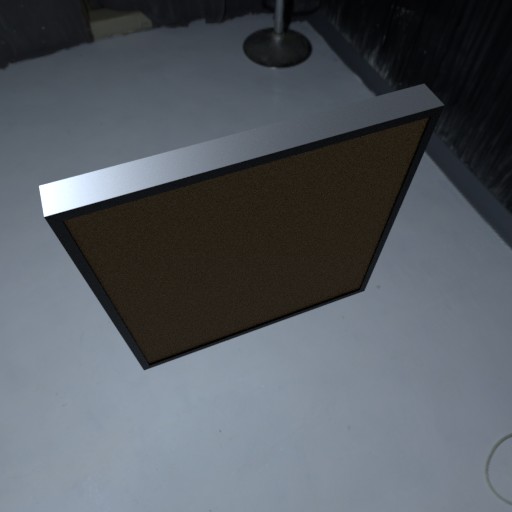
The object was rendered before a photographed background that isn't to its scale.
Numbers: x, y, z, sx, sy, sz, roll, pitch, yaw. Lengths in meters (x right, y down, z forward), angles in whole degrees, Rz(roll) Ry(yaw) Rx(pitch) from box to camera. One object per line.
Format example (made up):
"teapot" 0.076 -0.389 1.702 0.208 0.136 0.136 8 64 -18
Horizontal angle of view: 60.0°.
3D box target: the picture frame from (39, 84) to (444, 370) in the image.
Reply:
"picture frame" 0.000 0.000 0.470 0.317 0.317 0.030 -18 59 -11
